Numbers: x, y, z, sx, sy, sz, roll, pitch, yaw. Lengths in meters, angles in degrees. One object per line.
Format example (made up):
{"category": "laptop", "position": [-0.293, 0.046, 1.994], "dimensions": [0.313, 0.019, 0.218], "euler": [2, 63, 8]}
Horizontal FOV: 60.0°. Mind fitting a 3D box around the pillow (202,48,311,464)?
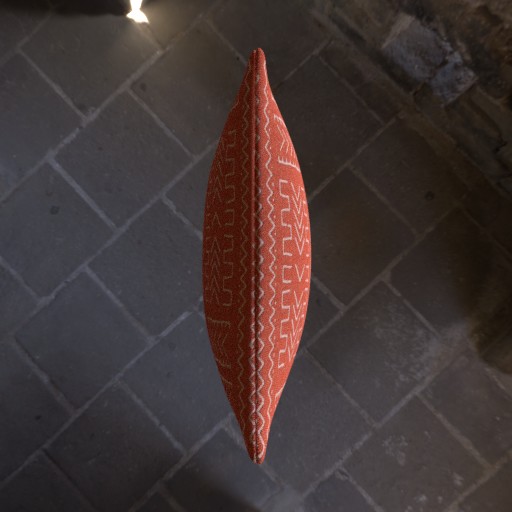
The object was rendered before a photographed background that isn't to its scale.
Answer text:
{"category": "pillow", "position": [0.000, 0.000, 0.664], "dimensions": [0.164, 0.429, 0.438], "euler": [0, 88, 0]}
